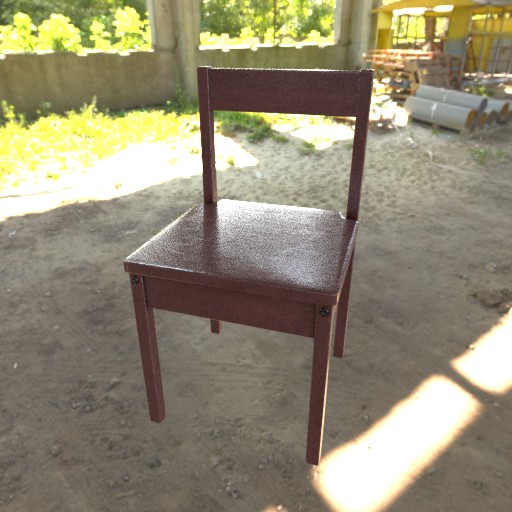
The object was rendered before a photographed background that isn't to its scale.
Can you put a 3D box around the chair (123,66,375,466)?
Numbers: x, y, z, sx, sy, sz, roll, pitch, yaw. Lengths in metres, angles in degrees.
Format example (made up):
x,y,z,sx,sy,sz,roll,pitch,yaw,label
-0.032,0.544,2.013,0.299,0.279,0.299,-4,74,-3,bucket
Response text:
x,y,z,sx,sy,sz,roll,pitch,yaw,label
0.000,0.000,0.876,0.367,0.668,0.361,8,27,16,chair
